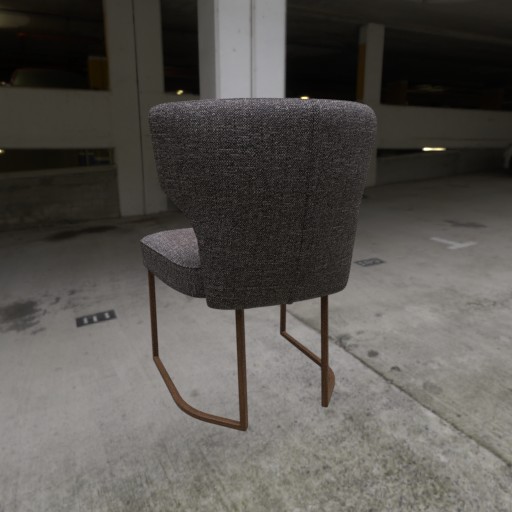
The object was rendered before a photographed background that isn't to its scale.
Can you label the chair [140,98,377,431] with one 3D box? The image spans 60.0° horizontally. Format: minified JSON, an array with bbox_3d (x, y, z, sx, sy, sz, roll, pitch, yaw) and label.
[{"bbox_3d":[0.000,0.000,1.289,0.611,0.824,0.617,-6,15,-24],"label":"chair"}]
